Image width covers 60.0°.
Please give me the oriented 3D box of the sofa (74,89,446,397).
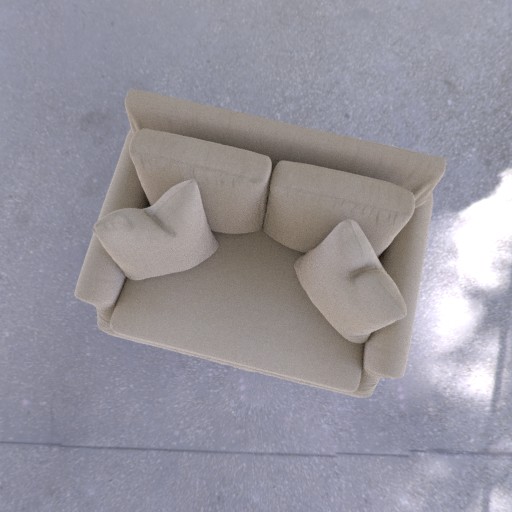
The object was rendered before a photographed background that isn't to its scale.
[{"bbox_3d":[0.000,0.000,2.149,1.550,0.905,1.070,13,76,3],"label":"sofa"}]
